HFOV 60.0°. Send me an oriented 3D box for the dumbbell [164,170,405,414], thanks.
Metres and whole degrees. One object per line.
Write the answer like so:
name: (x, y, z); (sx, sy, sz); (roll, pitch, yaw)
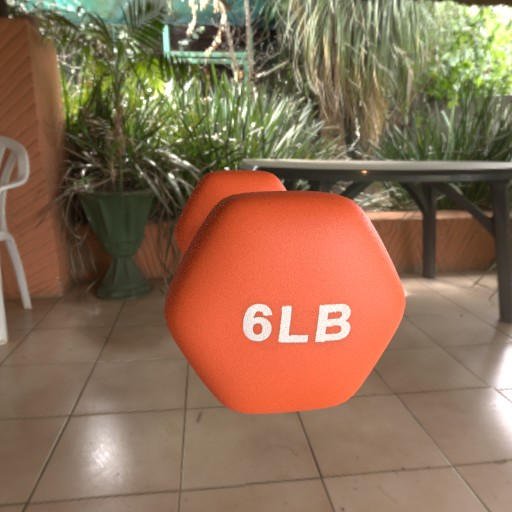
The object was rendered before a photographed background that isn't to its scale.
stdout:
dumbbell: (0.000, 0.000, 0.205); (0.079, 0.071, 0.162); (-2, 14, -8)
